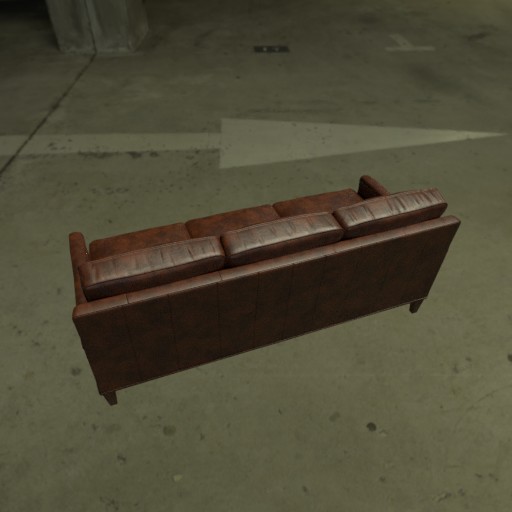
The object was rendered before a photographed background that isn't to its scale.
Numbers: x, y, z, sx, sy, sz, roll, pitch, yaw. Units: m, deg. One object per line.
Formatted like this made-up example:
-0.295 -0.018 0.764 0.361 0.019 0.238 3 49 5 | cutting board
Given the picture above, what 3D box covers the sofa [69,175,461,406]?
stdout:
0.000 0.000 2.879 2.240 1.003 1.084 -13 41 -16 | sofa
